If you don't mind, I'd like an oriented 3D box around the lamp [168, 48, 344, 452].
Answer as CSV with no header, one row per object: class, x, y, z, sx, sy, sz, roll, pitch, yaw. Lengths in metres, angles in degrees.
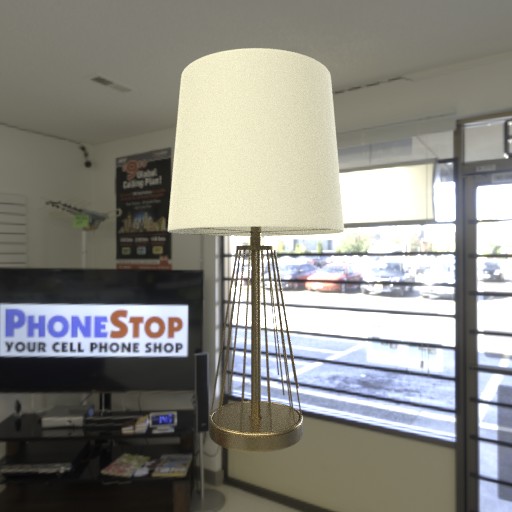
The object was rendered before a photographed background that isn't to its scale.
lamp,0.000,0.000,0.776,0.303,0.618,0.303,0,0,0
